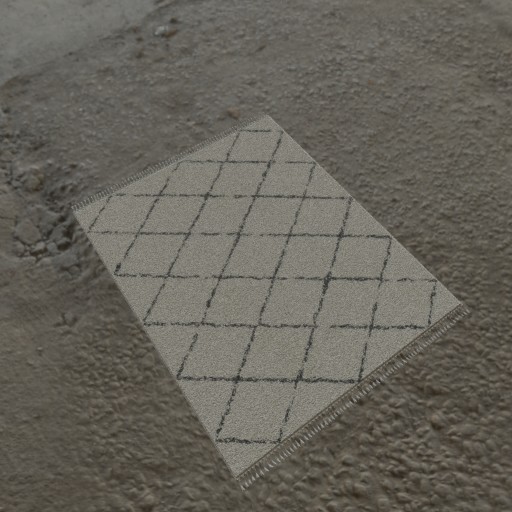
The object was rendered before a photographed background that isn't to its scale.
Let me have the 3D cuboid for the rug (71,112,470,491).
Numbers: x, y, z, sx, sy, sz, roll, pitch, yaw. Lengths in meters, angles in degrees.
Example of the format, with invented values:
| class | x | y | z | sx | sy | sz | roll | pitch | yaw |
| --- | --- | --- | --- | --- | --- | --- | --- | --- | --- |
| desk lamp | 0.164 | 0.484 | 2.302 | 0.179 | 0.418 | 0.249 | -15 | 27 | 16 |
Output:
| class | x | y | z | sx | sy | sz | roll | pitch | yaw |
| --- | --- | --- | --- | --- | --- | --- | --- | --- | --- |
| rug | 0.000 | 0.000 | 4.111 | 2.380 | 0.013 | 3.051 | -31 | 64 | -17 |
